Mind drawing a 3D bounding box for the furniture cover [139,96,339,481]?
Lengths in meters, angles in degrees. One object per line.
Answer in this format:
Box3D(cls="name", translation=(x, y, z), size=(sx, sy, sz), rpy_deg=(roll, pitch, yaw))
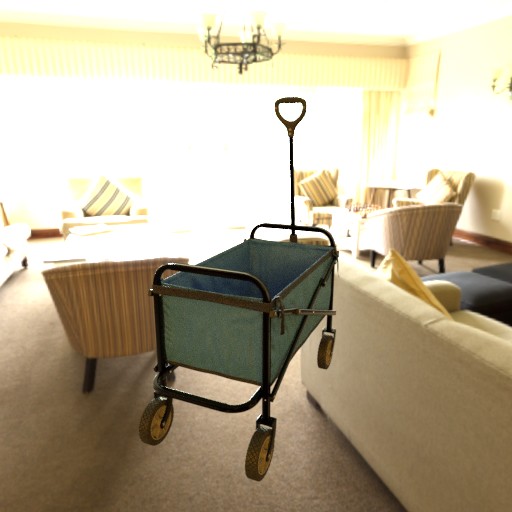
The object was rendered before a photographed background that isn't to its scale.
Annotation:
Box3D(cls="furniture cover", translation=(0.000, 0.000, 1.826), size=(0.532, 1.295, 1.038), rpy_deg=(7, 17, 23))
